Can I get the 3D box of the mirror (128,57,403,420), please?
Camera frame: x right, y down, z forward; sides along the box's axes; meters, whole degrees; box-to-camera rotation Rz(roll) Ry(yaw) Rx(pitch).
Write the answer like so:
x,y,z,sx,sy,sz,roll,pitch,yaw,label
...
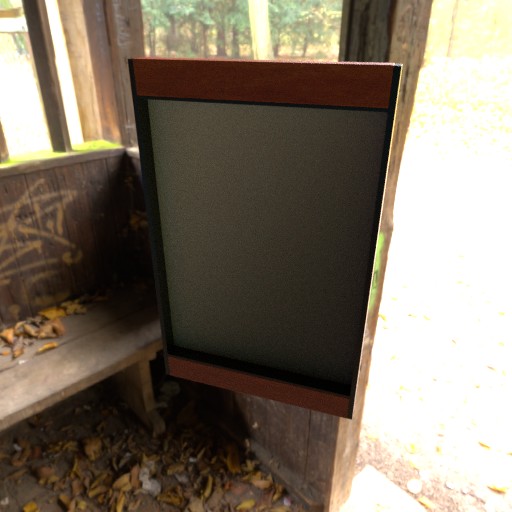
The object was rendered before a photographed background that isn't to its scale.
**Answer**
x,y,z,sx,sy,sz,roll,pitch,yaw,label
0.000,0.000,1.018,0.525,0.823,0.047,9,29,16,mirror
